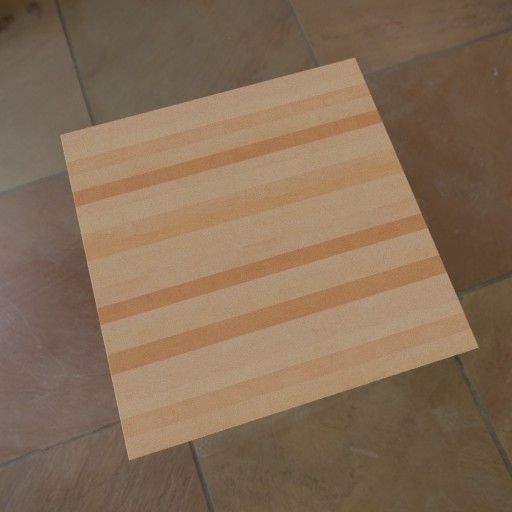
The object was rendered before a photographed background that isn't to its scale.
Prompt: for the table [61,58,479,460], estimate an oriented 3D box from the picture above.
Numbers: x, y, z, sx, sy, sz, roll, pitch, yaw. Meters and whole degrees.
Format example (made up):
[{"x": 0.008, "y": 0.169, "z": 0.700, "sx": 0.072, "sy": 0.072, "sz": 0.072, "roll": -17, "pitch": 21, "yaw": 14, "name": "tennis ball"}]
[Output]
[{"x": 0.000, "y": 0.000, "z": 1.411, "sx": 0.900, "sy": 0.450, "sz": 0.900, "roll": -16, "pitch": 75, "yaw": -4, "name": "table"}]
